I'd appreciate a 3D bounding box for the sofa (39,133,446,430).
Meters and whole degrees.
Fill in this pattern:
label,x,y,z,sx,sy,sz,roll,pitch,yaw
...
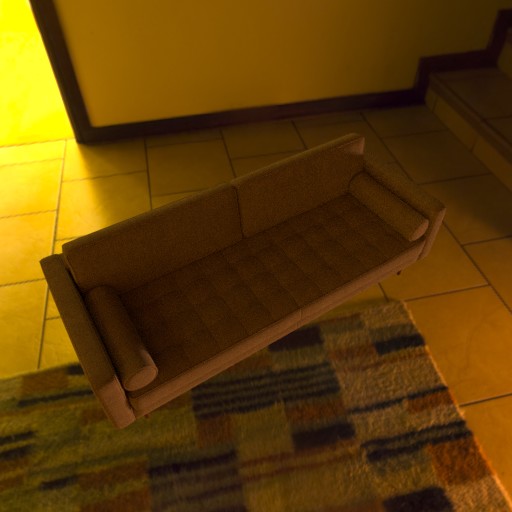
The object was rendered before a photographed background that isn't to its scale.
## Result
label,x,y,z,sx,sy,sz,roll,pitch,yaw
sofa,0.000,0.000,2.637,2.200,0.770,0.919,-25,52,-22
